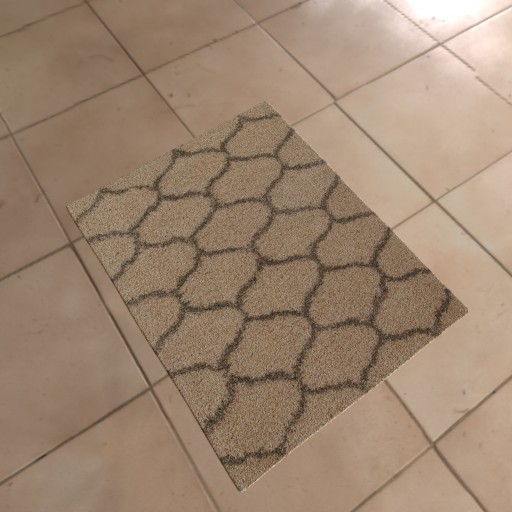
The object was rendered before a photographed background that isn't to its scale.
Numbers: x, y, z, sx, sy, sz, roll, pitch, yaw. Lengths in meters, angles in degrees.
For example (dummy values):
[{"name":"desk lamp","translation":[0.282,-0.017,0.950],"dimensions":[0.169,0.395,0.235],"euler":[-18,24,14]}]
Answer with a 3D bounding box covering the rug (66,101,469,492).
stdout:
[{"name":"rug","translation":[0.000,0.000,4.044],"dimensions":[2.399,0.026,3.000],"euler":[-32,68,-15]}]
